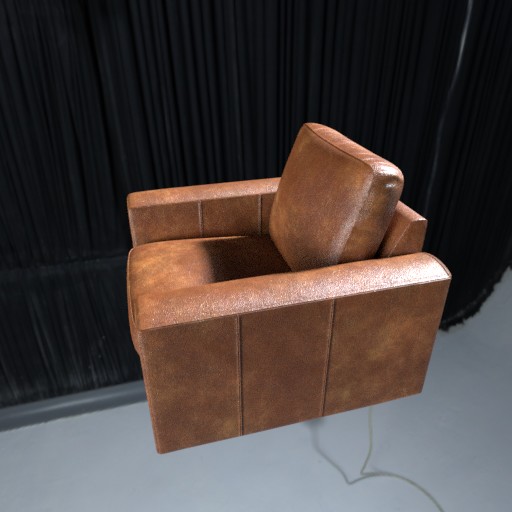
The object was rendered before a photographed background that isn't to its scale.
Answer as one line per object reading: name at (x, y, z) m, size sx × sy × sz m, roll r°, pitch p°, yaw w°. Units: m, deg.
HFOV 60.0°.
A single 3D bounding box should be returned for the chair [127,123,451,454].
chair at (0.000, 0.000, 1.754) m, size 1.016 × 0.873 × 1.005 m, roll -8°, pitch 31°, yaw -13°
